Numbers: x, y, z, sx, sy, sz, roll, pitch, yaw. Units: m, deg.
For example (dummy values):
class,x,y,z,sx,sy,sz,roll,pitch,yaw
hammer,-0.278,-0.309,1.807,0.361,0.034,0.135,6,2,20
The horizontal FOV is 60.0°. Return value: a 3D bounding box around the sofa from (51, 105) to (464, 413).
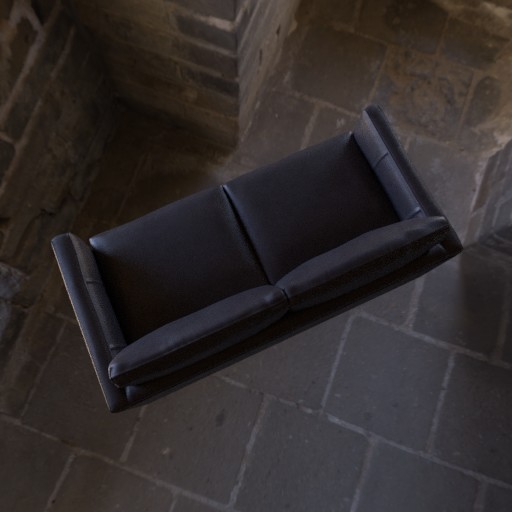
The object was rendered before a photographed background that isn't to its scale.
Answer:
class,x,y,z,sx,sy,sz,roll,pitch,yaw
sofa,0.000,0.000,2.303,1.805,0.883,0.947,-26,77,-7
